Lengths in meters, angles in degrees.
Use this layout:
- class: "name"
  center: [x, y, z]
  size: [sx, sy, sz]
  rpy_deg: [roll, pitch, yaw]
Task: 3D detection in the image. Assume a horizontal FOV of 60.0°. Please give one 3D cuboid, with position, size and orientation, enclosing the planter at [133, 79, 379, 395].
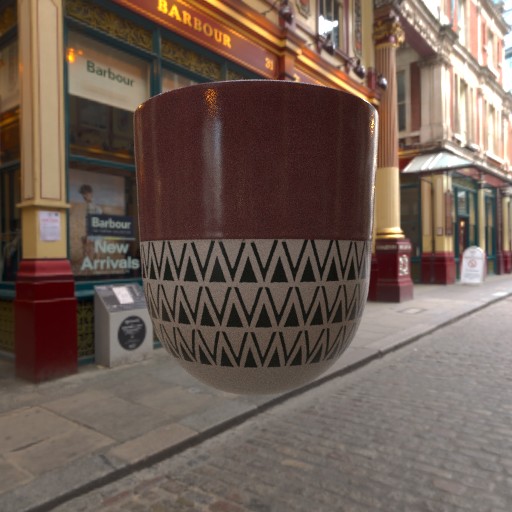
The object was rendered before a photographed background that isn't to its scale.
- class: "planter"
  center: [0.000, 0.000, 0.365]
  size: [0.195, 0.214, 0.195]
  rpy_deg: [0, 0, 0]
